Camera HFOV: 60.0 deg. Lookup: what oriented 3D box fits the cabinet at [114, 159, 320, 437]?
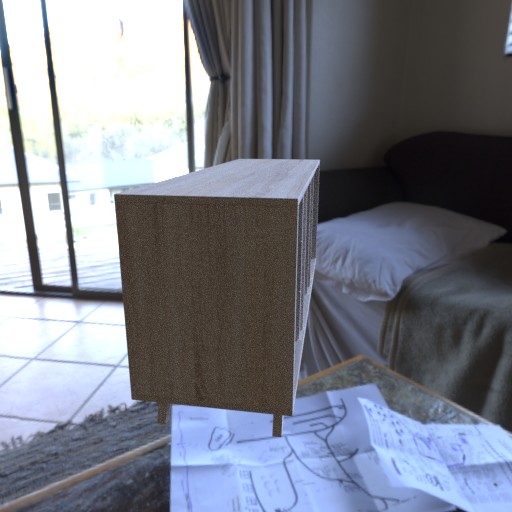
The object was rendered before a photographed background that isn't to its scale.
[{"bbox_3d":[0.000,0.000,2.049,0.500,0.780,1.650,3,16,9],"label":"cabinet"}]
